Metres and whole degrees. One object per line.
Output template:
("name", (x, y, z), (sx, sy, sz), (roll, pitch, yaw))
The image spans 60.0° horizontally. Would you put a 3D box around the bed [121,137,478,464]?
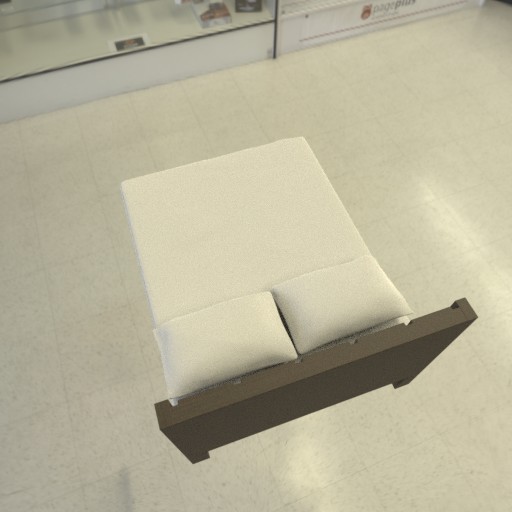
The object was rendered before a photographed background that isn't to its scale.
("bed", (0.000, 0.000, 3.304), (1.727, 1.270, 2.242), (-16, 60, -10))
